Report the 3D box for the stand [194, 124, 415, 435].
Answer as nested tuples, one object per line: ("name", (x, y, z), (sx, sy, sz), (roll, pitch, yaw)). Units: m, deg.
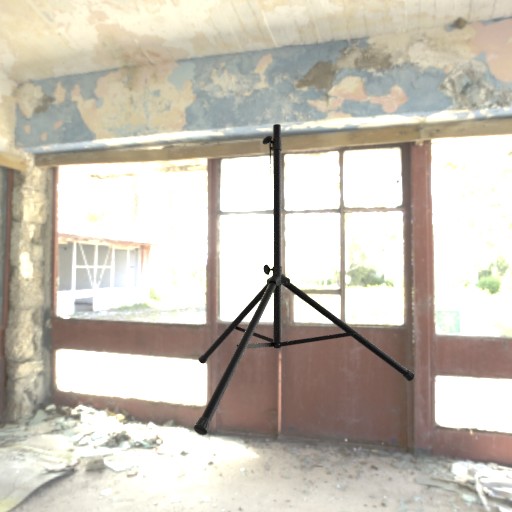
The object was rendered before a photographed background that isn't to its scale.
("stand", (0.000, 0.000, 2.880), (1.596, 1.595, 1.339), (2, -3, -37))
